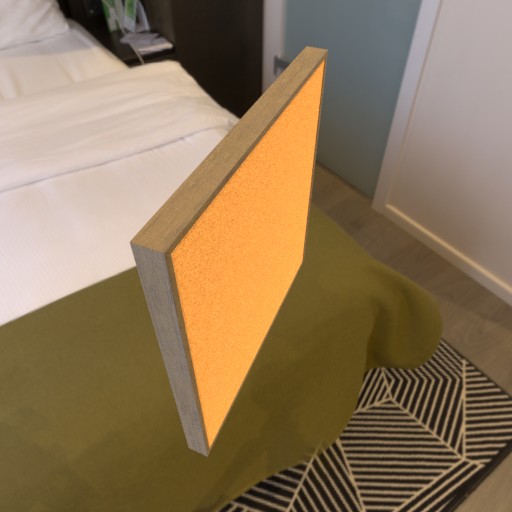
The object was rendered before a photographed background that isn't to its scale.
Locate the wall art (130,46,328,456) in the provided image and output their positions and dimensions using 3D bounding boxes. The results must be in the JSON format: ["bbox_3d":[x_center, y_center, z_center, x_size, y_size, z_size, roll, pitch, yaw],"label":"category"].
[{"bbox_3d":[0.000,0.000,0.753,0.037,0.507,0.507,17,49,16],"label":"wall art"}]
